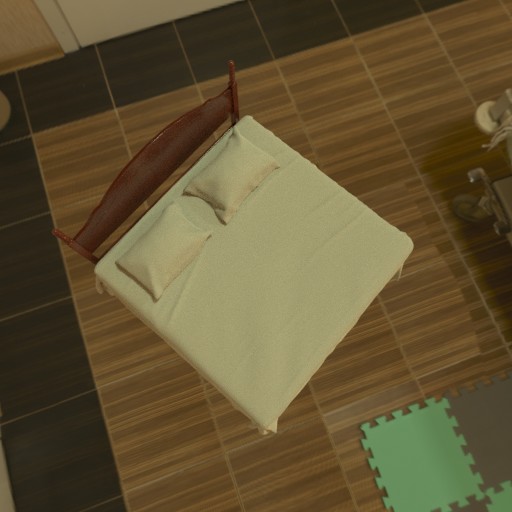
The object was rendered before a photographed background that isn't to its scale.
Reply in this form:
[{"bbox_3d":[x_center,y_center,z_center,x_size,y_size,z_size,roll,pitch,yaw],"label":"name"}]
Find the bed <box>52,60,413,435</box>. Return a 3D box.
[{"bbox_3d":[0.000,0.000,3.773,2.219,1.355,2.322,40,78,10],"label":"bed"}]
